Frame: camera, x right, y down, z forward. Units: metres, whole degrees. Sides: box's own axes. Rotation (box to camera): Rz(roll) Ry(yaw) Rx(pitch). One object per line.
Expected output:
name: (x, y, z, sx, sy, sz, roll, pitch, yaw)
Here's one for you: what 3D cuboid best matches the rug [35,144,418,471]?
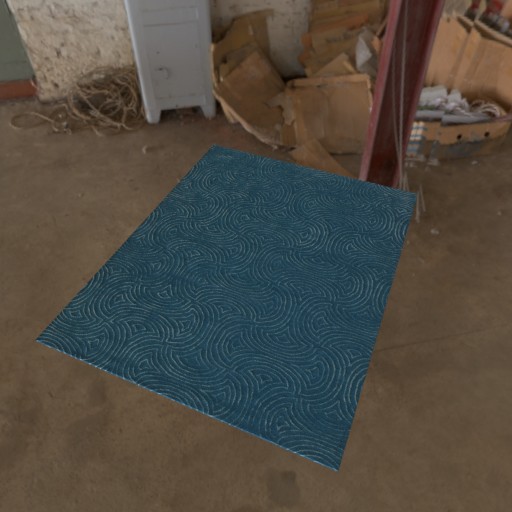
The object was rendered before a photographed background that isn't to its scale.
rug: (0.000, 0.000, 4.075, 2.432, 0.012, 3.033, 17, 49, 16)
